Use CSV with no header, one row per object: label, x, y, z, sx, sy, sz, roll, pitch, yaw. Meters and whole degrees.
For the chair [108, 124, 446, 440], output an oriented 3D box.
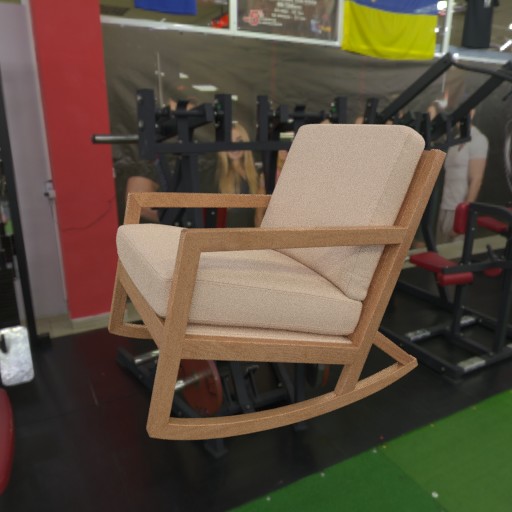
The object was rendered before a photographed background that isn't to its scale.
chair,0.000,0.000,1.390,0.857,0.790,0.622,-8,19,-25
